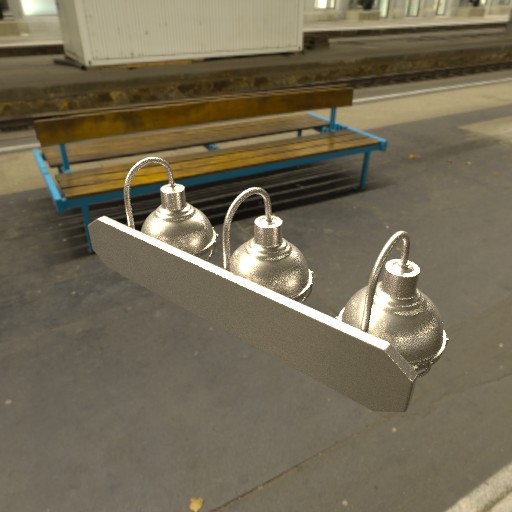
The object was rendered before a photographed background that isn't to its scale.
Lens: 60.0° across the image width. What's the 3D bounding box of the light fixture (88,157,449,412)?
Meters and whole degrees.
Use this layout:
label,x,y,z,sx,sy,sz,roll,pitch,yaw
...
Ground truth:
label,x,y,z,sx,sy,sz,roll,pitch,yaw
light fixture,0.000,0.000,0.751,0.634,0.254,0.229,22,37,32
